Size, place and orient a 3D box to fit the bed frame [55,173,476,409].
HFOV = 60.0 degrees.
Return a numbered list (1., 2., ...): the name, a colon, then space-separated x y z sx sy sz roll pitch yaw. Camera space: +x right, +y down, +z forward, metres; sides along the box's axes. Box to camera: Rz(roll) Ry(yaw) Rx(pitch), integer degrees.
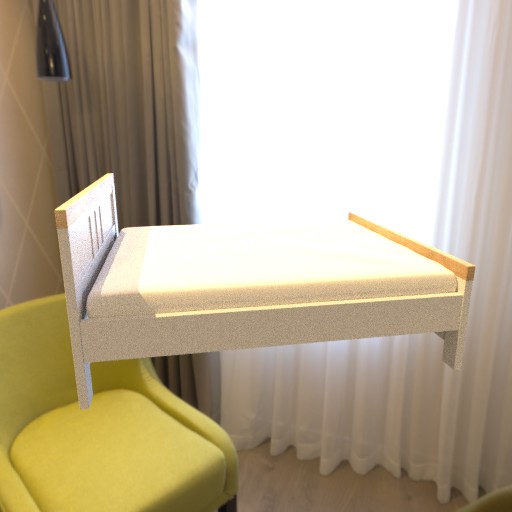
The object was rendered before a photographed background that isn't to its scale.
1. bed frame: 0.000 0.000 2.983 2.050 0.980 1.670 -3 16 -10
